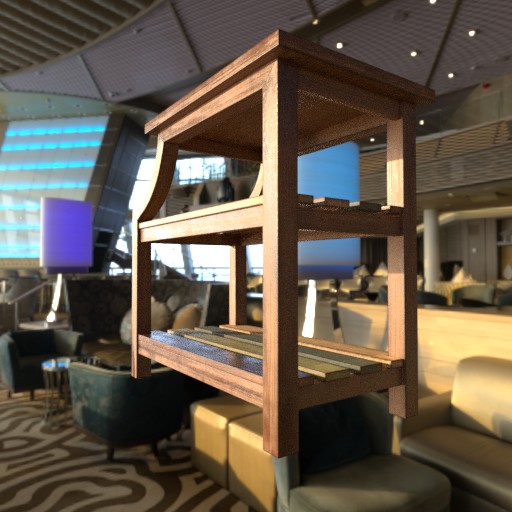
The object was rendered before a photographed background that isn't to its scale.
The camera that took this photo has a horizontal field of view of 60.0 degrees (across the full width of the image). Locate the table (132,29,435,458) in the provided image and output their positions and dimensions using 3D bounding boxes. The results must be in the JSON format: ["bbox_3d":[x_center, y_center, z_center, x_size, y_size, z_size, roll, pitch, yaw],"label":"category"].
[{"bbox_3d":[0.000,0.000,0.930,0.356,0.584,0.609,1,-2,-35],"label":"table"}]
